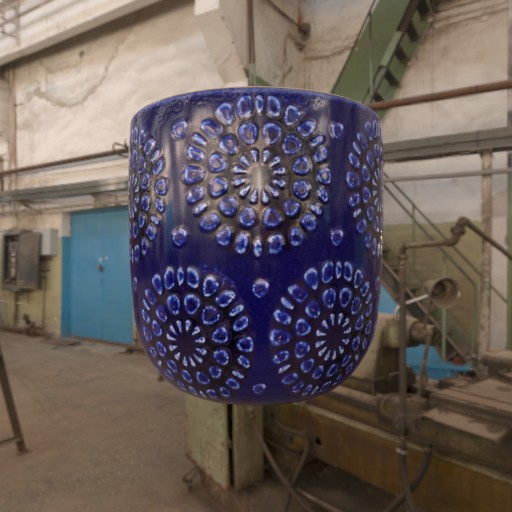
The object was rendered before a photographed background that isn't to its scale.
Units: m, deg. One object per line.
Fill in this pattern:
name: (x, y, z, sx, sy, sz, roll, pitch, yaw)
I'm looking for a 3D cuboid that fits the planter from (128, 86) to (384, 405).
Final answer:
planter: (0.000, 0.000, 0.197, 0.109, 0.112, 0.109, 0, 0, 0)
